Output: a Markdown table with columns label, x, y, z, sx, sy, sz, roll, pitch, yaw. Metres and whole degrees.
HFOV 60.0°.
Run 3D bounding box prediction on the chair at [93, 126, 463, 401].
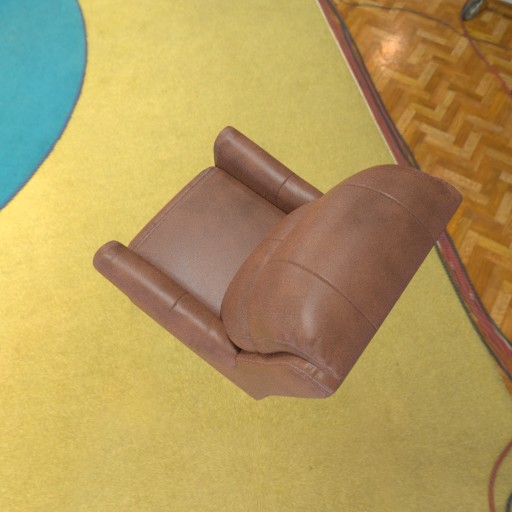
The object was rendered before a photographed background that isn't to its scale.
| label | x | y | z | sx | sy | sz | roll | pitch | yaw |
| --- | --- | --- | --- | --- | --- | --- | --- | --- | --- |
| chair | 0.000 | 0.000 | 1.714 | 1.014 | 1.054 | 0.838 | 34 | 69 | 16 |
